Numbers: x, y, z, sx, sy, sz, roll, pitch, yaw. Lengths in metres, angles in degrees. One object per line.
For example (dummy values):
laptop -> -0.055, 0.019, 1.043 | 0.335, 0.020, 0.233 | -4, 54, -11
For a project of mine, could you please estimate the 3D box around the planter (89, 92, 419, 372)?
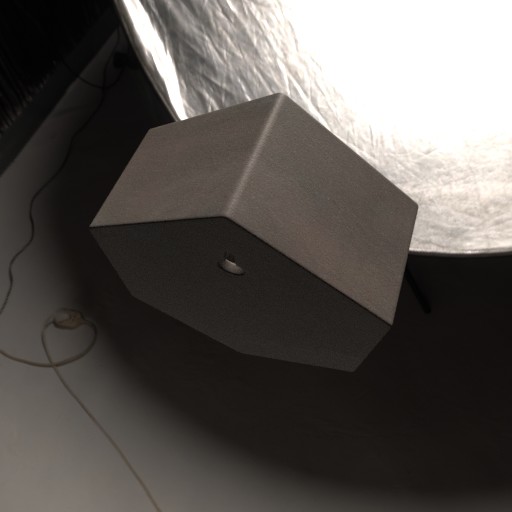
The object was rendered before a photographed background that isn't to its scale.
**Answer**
planter -> 0.000, 0.000, 0.290 | 0.169, 0.206, 0.077 | 17, 64, 9
